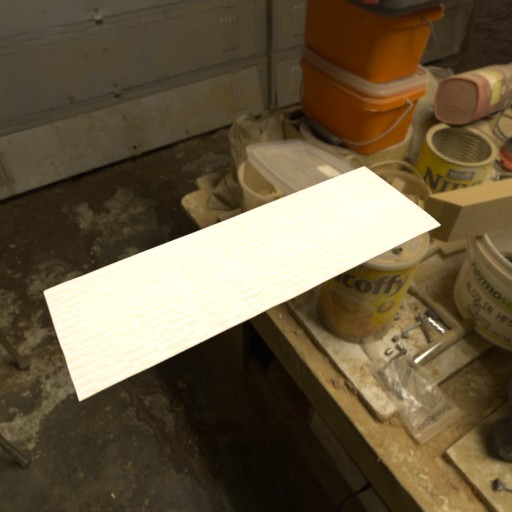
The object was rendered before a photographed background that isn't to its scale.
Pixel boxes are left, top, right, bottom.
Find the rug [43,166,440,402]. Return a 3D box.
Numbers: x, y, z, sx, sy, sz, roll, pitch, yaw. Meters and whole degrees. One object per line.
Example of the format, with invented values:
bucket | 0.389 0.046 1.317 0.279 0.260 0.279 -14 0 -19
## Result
rug | 0.000 0.000 2.793 2.450 0.014 0.793 -23 51 -20
